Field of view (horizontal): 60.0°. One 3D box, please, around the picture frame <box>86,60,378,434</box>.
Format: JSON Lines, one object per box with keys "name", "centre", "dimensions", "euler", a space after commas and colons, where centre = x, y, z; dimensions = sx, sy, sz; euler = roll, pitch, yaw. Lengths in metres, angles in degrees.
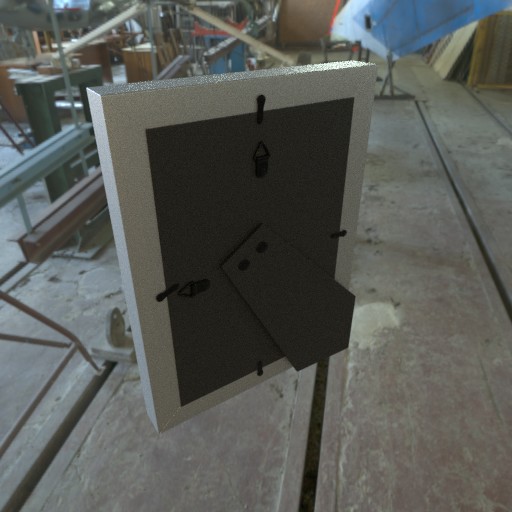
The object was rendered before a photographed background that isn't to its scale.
{"name": "picture frame", "centre": [0.000, 0.000, 0.272], "dimensions": [0.157, 0.208, 0.028], "euler": [-19, 36, -28]}
